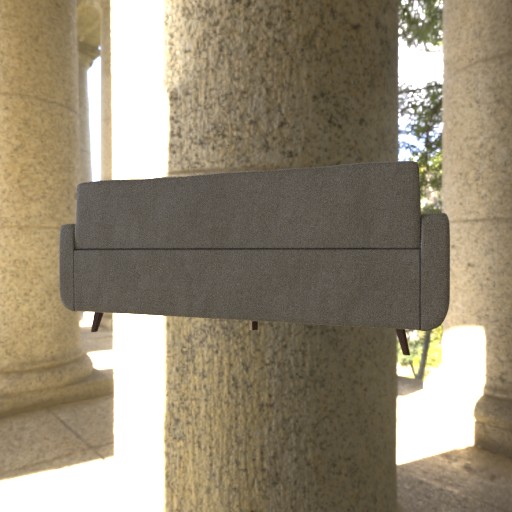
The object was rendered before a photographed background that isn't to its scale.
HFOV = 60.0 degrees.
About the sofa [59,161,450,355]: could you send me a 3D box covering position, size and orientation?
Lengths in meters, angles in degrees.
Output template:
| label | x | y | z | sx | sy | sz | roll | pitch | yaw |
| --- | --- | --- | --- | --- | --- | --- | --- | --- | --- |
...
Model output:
| label | x | y | z | sx | sy | sz | roll | pitch | yaw |
| --- | --- | --- | --- | --- | --- | --- | --- | --- | --- |
| sofa | 0.000 | 0.000 | 2.632 | 2.055 | 0.873 | 0.968 | 0 | 0 | 20 |
